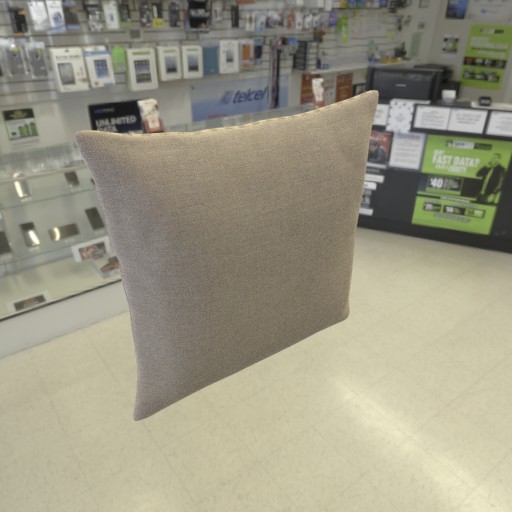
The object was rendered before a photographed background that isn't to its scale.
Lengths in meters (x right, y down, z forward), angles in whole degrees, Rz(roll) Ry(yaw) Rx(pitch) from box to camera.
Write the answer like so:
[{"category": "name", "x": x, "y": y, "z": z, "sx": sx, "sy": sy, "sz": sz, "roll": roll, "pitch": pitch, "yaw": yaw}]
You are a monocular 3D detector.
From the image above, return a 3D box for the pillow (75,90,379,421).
[{"category": "pillow", "x": 0.000, "y": 0.000, "z": 0.779, "sx": 0.523, "sy": 0.510, "sz": 0.166, "roll": -19, "pitch": 35, "yaw": -29}]
